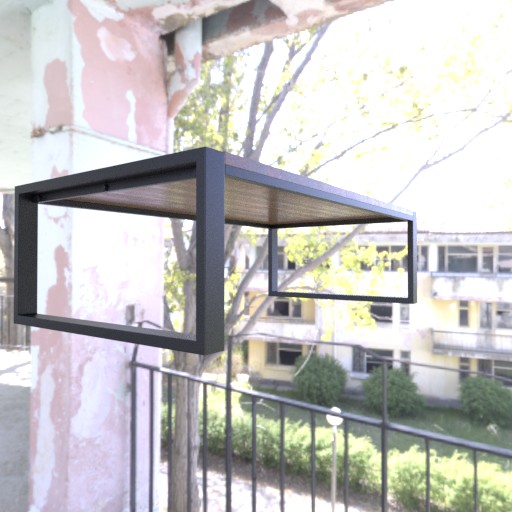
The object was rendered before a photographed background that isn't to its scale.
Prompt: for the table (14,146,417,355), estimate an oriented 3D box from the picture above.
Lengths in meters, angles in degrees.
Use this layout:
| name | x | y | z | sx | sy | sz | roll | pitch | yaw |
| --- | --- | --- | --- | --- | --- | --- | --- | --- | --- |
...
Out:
| name | x | y | z | sx | sy | sz | roll | pitch | yaw |
| --- | --- | --- | --- | --- | --- | --- | --- | --- | --- |
| table | 0.000 | 0.000 | 1.608 | 0.750 | 0.400 | 1.350 | -1 | -1 | 36 |
